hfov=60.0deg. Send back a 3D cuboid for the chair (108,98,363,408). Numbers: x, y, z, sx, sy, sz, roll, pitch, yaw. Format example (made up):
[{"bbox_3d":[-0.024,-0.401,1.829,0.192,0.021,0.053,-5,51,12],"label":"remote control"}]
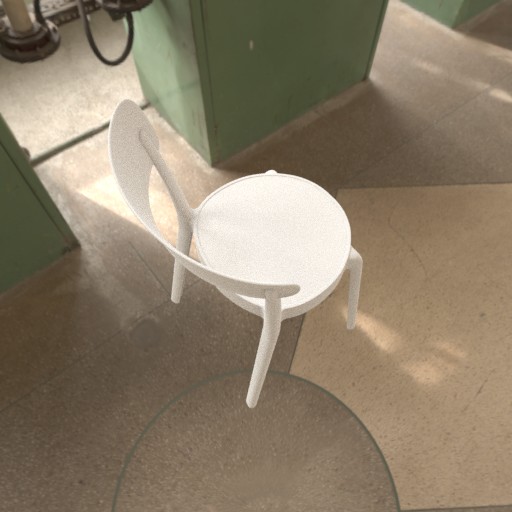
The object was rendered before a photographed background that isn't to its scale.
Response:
[{"bbox_3d":[0.000,0.000,1.122,0.491,0.790,0.506,-33,65,-18],"label":"chair"}]
